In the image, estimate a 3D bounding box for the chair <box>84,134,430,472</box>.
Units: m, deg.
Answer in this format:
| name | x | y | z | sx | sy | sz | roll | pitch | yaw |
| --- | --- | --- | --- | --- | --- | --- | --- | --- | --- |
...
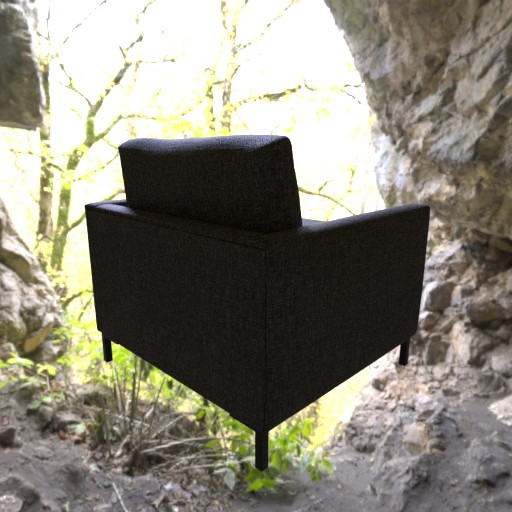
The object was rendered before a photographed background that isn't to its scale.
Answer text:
| name | x | y | z | sx | sy | sz | roll | pitch | yaw |
| --- | --- | --- | --- | --- | --- | --- | --- | --- | --- |
| chair | 0.000 | 0.000 | 1.645 | 0.963 | 0.861 | 0.866 | 14 | 20 | 43 |
